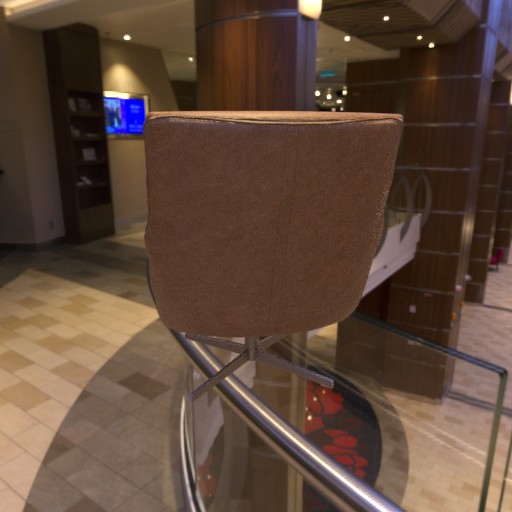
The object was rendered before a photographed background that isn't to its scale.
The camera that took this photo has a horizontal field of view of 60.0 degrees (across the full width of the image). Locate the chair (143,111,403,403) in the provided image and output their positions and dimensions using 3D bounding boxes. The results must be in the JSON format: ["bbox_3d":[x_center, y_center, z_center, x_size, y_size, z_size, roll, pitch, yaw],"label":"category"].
[{"bbox_3d":[0.000,0.000,1.465,0.729,0.869,0.874,-3,15,-10],"label":"chair"}]
